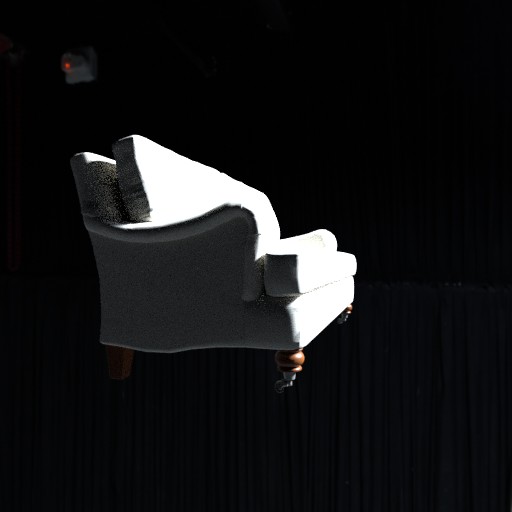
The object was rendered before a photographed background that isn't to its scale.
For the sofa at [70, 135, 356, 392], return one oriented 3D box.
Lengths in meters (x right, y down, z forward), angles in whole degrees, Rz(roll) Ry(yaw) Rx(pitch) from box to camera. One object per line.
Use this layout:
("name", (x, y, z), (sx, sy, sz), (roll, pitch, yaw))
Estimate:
("sofa", (0.000, 0.000, 2.791), (1.086, 1.087, 2.159), (0, 0, 18))
